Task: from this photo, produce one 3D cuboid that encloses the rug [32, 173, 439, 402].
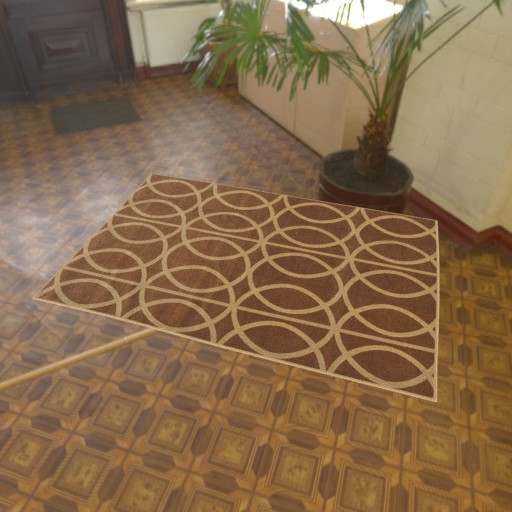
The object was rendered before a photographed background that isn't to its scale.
[{"bbox_3d":[0.000,0.000,2.906,2.294,0.014,1.528,11,42,13],"label":"rug"}]
